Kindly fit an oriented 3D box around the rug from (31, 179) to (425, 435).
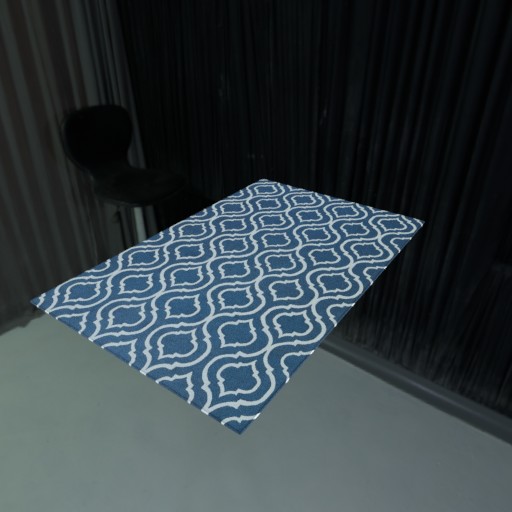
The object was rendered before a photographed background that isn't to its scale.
[{"bbox_3d":[0.000,0.000,2.233,1.143,0.010,1.753,20,37,30],"label":"rug"}]
